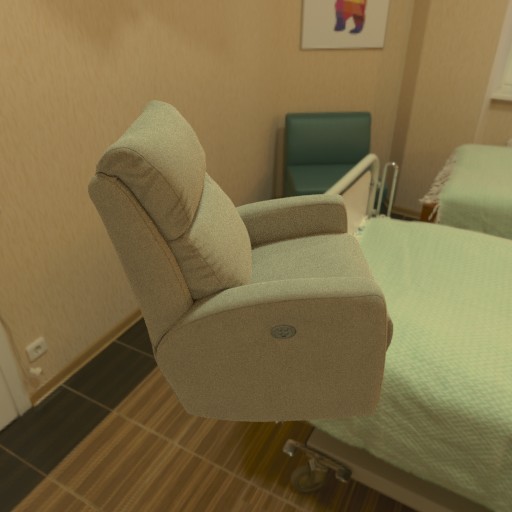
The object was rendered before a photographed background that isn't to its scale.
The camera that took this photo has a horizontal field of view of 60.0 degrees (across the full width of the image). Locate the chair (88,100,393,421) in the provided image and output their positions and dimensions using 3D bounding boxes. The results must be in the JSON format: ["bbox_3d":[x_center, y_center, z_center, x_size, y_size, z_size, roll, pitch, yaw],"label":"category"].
[{"bbox_3d":[0.000,0.000,1.662,0.940,1.021,0.794,0,31,0],"label":"chair"}]
